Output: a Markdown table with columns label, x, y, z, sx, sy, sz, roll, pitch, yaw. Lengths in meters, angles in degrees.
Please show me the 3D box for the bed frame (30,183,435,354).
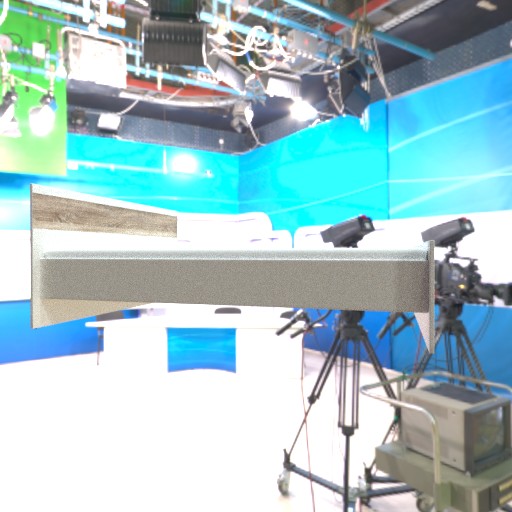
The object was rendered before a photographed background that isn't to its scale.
| label | x | y | z | sx | sy | sz | roll | pitch | yaw |
| --- | --- | --- | --- | --- | --- | --- | --- | --- | --- |
| bed frame | 0.000 | 0.000 | 2.947 | 2.060 | 0.800 | 1.720 | 0 | 0 | 17 |
